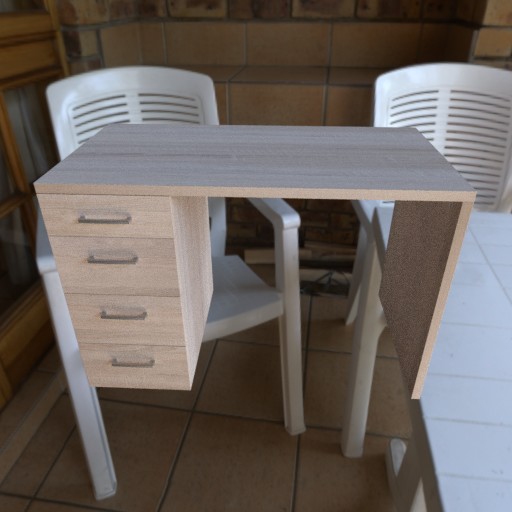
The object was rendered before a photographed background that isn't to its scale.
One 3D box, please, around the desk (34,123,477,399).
[{"bbox_3d":[0.000,0.000,1.522,1.100,0.731,0.600,1,31,2],"label":"desk"}]
